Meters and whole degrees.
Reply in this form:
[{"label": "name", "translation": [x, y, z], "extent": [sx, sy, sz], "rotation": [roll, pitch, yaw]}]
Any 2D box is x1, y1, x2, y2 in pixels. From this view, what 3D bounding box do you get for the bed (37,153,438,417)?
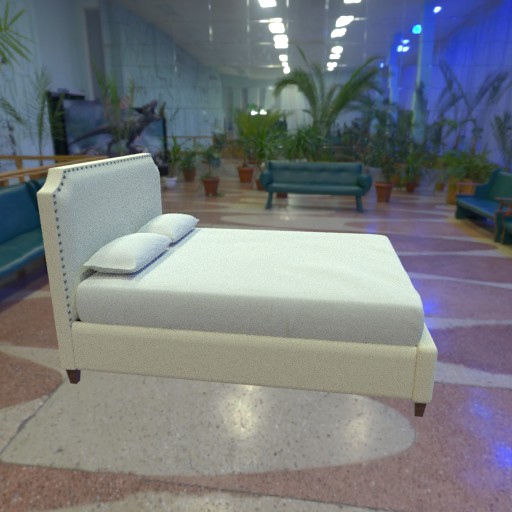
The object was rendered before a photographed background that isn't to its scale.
[{"label": "bed", "translation": [0.000, 0.000, 3.370], "extent": [2.329, 1.415, 1.703], "rotation": [3, 17, 9]}]
